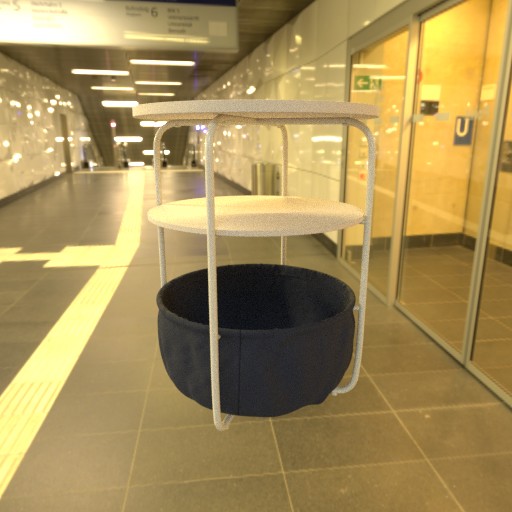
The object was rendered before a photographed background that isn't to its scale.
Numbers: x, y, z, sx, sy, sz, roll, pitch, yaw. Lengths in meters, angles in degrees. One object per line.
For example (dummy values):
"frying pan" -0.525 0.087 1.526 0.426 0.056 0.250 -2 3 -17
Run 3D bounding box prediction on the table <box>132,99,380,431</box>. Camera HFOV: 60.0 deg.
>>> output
"table" 0.000 0.000 0.845 0.418 0.532 0.418 -7 17 -25
